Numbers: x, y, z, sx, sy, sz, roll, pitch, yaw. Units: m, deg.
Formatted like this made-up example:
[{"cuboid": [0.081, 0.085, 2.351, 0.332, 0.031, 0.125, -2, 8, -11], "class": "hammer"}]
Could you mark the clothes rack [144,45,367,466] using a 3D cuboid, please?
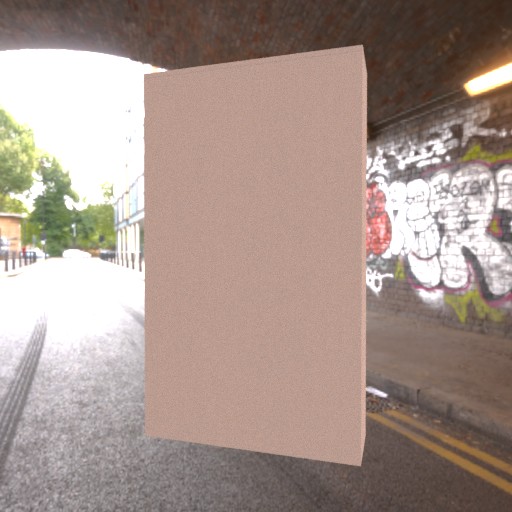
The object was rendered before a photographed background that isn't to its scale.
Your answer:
[{"cuboid": [0.000, 0.000, 1.576, 0.750, 1.280, 0.250, 0, 1, 17], "class": "clothes rack"}]
